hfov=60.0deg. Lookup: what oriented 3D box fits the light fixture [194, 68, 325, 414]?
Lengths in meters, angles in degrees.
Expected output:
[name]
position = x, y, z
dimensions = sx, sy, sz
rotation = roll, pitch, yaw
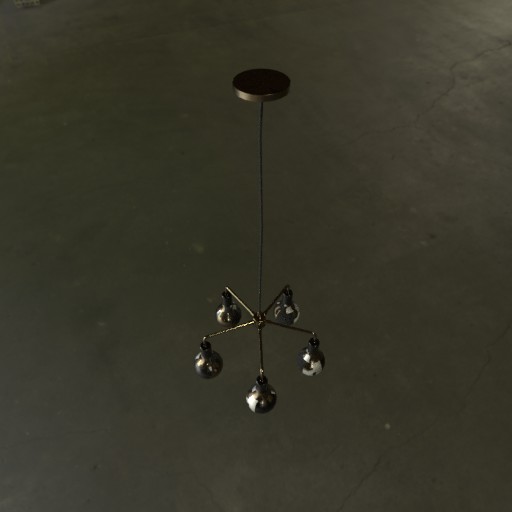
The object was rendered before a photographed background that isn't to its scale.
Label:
[light fixture]
position = 0.000, 0.000, 1.202
dimensions = 0.438, 0.988, 0.421
rotation = -30, 54, -25
